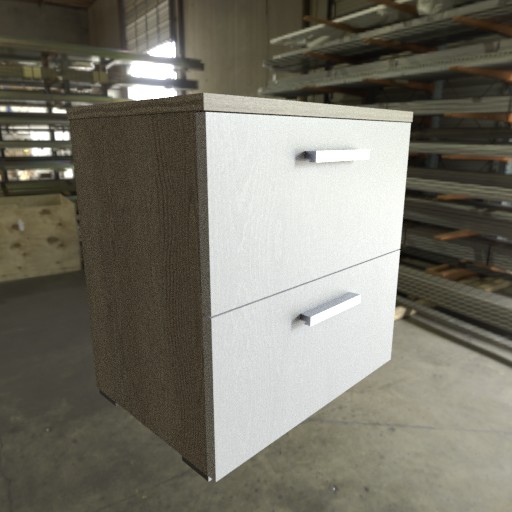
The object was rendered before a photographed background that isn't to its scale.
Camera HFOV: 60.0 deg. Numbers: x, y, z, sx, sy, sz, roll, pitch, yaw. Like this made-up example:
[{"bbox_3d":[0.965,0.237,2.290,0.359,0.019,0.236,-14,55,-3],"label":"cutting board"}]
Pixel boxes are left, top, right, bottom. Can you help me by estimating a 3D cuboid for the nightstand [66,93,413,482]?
[{"bbox_3d":[0.000,0.000,0.734,0.325,0.461,0.442,14,20,43],"label":"nightstand"}]
